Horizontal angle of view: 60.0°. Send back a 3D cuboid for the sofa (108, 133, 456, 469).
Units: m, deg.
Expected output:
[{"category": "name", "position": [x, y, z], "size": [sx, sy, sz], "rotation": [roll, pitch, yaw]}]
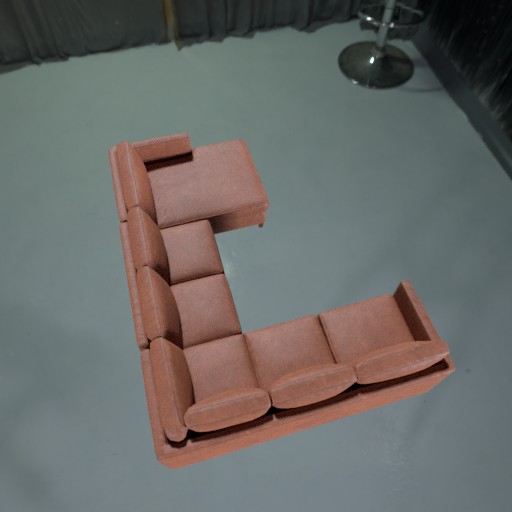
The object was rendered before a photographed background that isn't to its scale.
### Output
[{"category": "sofa", "position": [0.000, 0.000, 4.639], "size": [2.593, 0.923, 3.460], "rotation": [-14, 59, -8]}]
